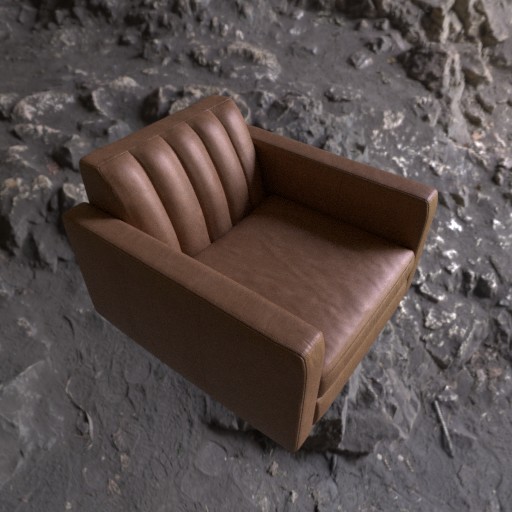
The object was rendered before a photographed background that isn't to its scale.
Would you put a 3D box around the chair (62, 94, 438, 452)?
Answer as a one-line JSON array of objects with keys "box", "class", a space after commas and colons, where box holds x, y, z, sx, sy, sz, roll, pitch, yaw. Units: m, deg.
[{"box": [0.000, 0.000, 1.676, 0.998, 0.819, 0.953, 27, 48, 27], "class": "chair"}]
